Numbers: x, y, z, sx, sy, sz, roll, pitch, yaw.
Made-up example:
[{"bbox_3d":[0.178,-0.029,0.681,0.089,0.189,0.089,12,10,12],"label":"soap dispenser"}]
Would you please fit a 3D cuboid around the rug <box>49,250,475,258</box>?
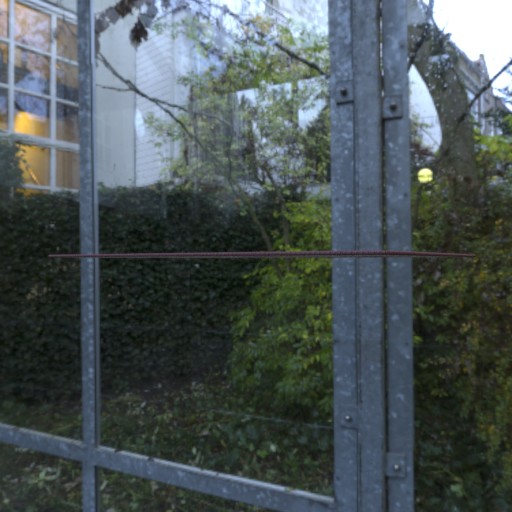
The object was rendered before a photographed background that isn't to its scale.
[{"bbox_3d":[0.000,0.000,5.703,4.578,0.033,3.033,0,-1,37],"label":"rug"}]
